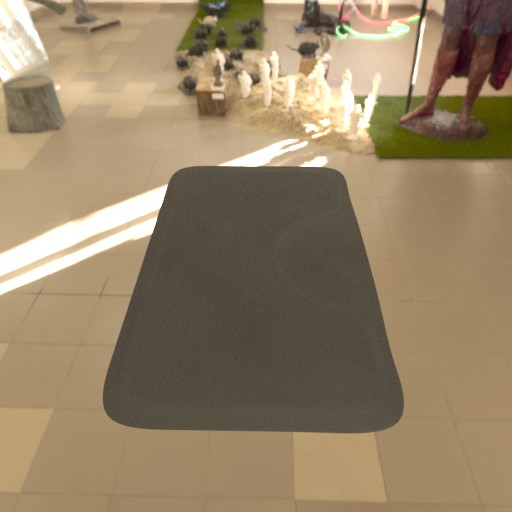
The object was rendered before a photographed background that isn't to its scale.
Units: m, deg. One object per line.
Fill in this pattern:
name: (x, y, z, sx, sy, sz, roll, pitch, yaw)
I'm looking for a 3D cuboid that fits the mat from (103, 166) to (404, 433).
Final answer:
mat: (0.000, 0.000, 1.824, 0.918, 0.013, 1.524, 1, 40, 1)
